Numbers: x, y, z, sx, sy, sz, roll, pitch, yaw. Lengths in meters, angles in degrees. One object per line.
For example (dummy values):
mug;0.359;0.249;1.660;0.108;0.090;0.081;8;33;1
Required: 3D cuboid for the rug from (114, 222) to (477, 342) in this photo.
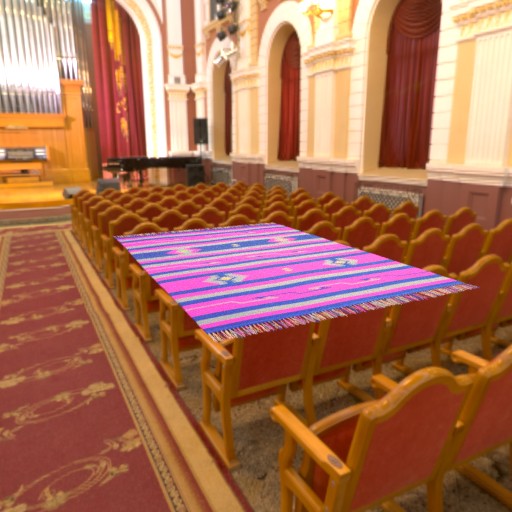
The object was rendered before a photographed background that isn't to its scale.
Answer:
rug;0.000;0.000;3.065;1.539;0.013;2.350;-7;16;-26
